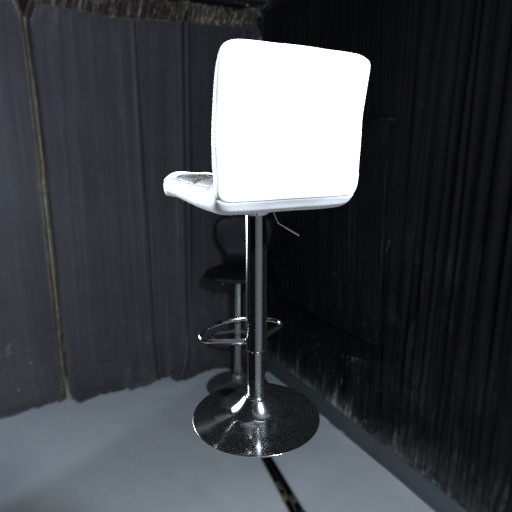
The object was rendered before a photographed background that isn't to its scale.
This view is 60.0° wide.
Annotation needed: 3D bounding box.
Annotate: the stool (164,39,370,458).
[{"bbox_3d":[0.000,0.000,1.368,0.430,1.115,0.505,-7,15,-27],"label":"stool"}]
